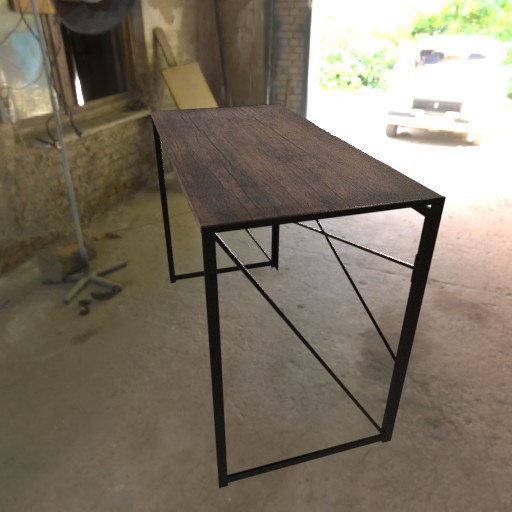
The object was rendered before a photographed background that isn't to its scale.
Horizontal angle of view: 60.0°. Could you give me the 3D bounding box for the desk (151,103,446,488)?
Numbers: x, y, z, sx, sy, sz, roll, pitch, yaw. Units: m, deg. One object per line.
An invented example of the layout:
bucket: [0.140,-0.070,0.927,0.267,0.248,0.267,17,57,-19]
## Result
desk: [0.000,0.000,1.446,0.505,0.747,1.015,-8,31,-14]
